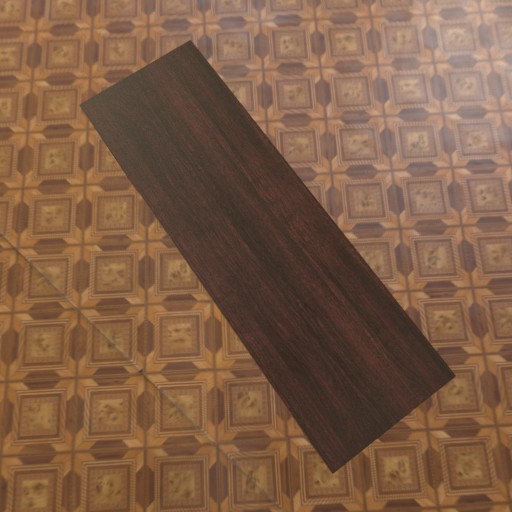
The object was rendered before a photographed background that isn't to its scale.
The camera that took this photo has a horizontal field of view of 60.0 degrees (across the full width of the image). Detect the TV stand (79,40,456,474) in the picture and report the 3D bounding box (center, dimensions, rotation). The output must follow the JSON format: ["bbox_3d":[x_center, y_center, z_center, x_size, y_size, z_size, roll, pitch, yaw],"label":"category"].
[{"bbox_3d":[0.000,0.000,1.480,0.404,0.614,1.192,-34,78,-8],"label":"TV stand"}]
